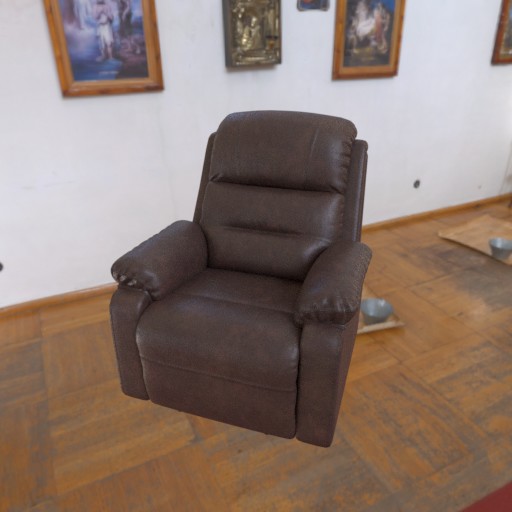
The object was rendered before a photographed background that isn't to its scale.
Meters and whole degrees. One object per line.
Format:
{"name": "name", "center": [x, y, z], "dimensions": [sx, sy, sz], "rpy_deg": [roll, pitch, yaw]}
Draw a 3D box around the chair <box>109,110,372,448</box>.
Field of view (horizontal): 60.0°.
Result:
{"name": "chair", "center": [0.000, 0.000, 1.716], "dimensions": [0.855, 0.992, 0.919], "rpy_deg": [8, 27, 17]}
